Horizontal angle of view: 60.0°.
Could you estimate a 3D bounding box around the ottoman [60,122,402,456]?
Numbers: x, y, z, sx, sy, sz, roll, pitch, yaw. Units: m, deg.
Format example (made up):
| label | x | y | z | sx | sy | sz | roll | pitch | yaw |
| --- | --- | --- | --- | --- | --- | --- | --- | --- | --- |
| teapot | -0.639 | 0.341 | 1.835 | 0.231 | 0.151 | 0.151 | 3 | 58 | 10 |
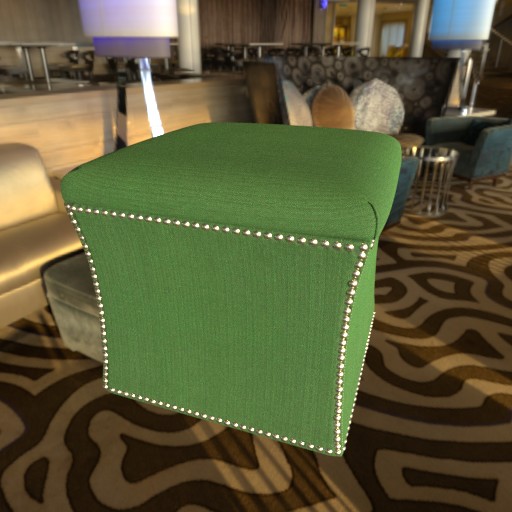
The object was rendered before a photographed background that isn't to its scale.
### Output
| label | x | y | z | sx | sy | sz | roll | pitch | yaw |
| --- | --- | --- | --- | --- | --- | --- | --- | --- | --- |
| ottoman | 0.000 | 0.000 | 0.899 | 0.507 | 0.475 | 0.497 | 9 | 27 | 18 |
